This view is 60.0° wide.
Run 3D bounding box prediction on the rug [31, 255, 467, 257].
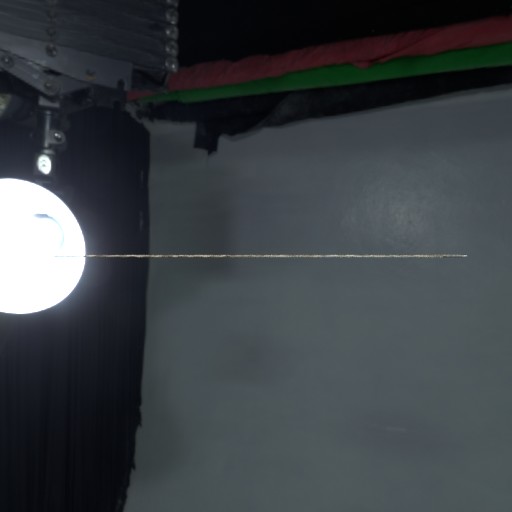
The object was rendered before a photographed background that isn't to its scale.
[{"bbox_3d":[0.000,0.000,2.539,2.029,0.010,1.237,0,0,17],"label":"rug"}]
